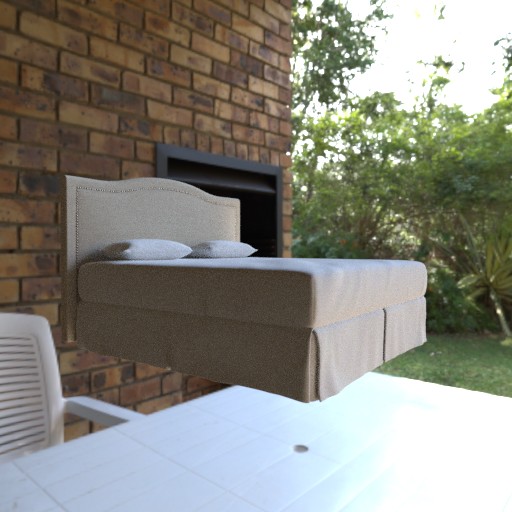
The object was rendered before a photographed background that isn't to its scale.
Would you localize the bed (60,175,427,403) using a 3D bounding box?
[{"bbox_3d":[0.000,0.000,3.555,2.182,1.421,2.083,1,1,37],"label":"bed"}]
